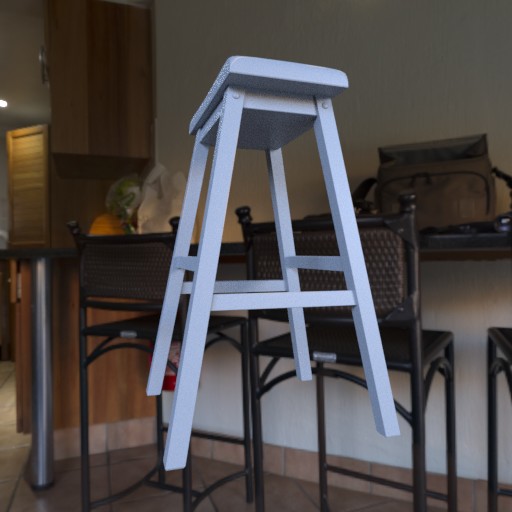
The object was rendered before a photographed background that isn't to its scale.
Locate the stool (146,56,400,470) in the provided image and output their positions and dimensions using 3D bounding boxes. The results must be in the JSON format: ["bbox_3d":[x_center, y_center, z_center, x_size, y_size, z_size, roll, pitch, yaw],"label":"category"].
[{"bbox_3d":[0.000,0.000,1.051,0.476,0.737,0.457,0,0,-18],"label":"stool"}]
